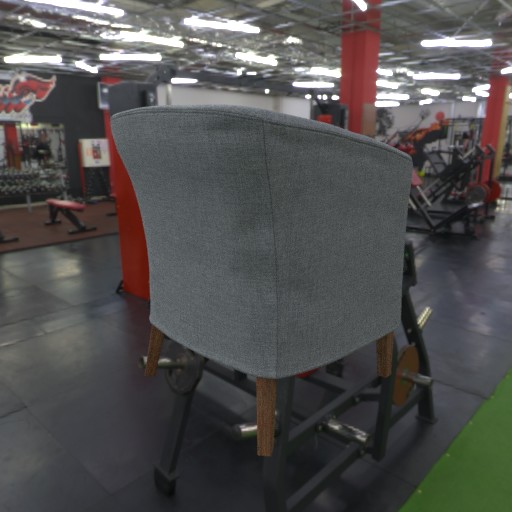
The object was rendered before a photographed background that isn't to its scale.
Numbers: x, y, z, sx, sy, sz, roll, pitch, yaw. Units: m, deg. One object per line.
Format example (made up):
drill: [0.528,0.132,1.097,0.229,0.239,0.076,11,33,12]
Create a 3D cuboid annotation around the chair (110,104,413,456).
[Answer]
chair: [0.000,0.000,1.252,0.668,0.771,0.600,-14,20,-43]
